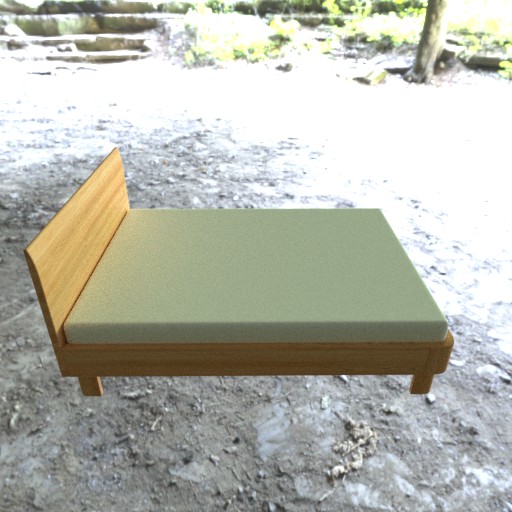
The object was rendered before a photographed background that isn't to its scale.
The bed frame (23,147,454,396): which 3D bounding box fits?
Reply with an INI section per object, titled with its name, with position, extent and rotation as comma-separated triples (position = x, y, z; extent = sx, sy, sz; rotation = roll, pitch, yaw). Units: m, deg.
[bed frame]
position = 0.000, 0.000, 2.759
extent = 1.992, 0.940, 1.472
rotation = 0, 31, 0
